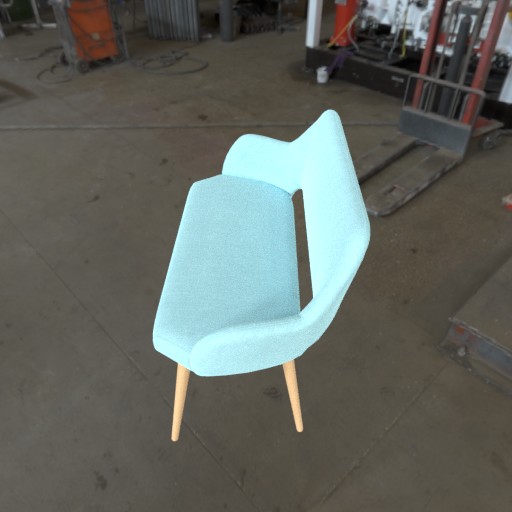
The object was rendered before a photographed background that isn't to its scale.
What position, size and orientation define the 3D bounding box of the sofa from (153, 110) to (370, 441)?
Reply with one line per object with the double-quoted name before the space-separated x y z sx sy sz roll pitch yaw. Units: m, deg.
"sofa" 0.000 0.000 1.672 0.610 0.840 1.150 1 40 1
